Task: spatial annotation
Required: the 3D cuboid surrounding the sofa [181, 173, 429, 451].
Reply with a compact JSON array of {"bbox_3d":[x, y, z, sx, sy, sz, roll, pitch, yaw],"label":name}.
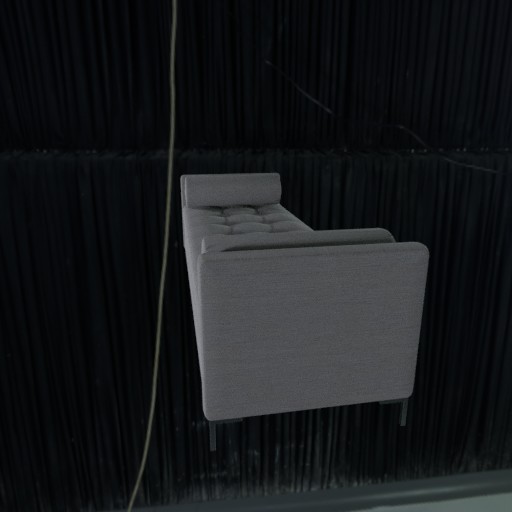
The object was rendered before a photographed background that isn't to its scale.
[{"bbox_3d":[0.000,0.000,2.260,0.686,0.635,1.981,-3,17,-10],"label":"sofa"}]
